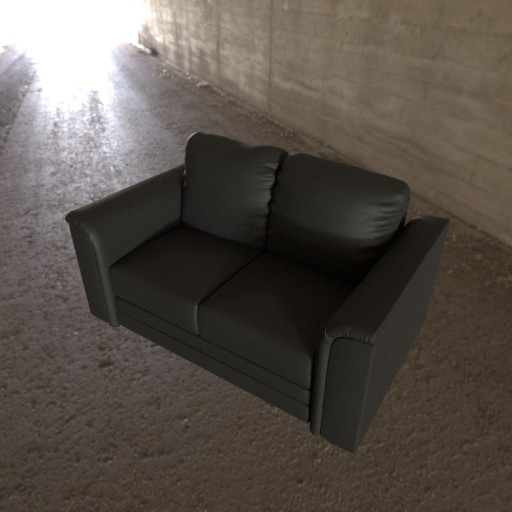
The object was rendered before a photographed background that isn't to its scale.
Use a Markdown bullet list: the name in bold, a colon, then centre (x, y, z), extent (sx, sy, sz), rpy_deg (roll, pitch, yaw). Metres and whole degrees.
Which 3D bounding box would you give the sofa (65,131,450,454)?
- **sofa**: centre (0.000, 0.000, 1.972), extent (1.386, 0.845, 0.887), rpy_deg (19, 36, 28)
